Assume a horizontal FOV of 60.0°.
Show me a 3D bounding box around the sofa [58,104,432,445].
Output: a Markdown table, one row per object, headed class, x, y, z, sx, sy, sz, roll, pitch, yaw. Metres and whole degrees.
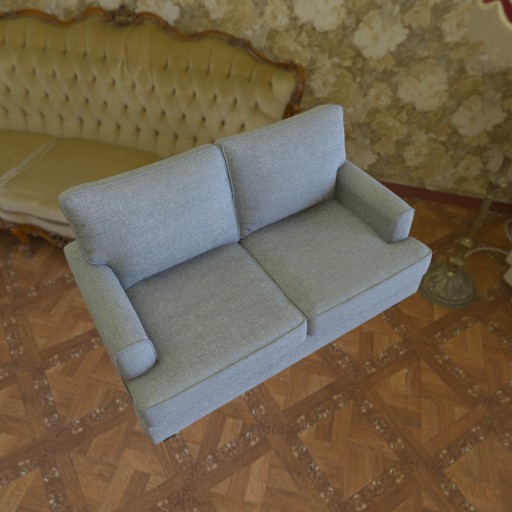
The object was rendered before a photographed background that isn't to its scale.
| class | x | y | z | sx | sy | sz | roll | pitch | yaw |
| --- | --- | --- | --- | --- | --- | --- | --- | --- | --- |
| sofa | 0.000 | 0.000 | 2.243 | 1.651 | 0.965 | 0.965 | -25 | 51 | -22 |
